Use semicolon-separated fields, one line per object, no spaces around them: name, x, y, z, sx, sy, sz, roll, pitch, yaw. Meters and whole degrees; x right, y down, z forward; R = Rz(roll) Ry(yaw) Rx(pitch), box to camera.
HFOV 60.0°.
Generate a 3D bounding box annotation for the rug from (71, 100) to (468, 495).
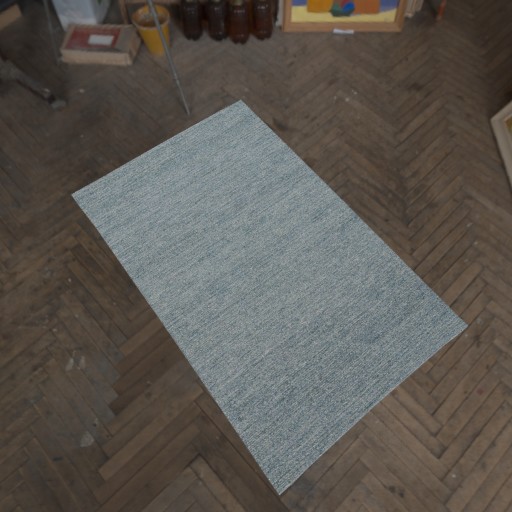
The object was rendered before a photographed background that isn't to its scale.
rug;0.000;0.000;2.295;1.174;0.022;1.853;-34;69;-15
